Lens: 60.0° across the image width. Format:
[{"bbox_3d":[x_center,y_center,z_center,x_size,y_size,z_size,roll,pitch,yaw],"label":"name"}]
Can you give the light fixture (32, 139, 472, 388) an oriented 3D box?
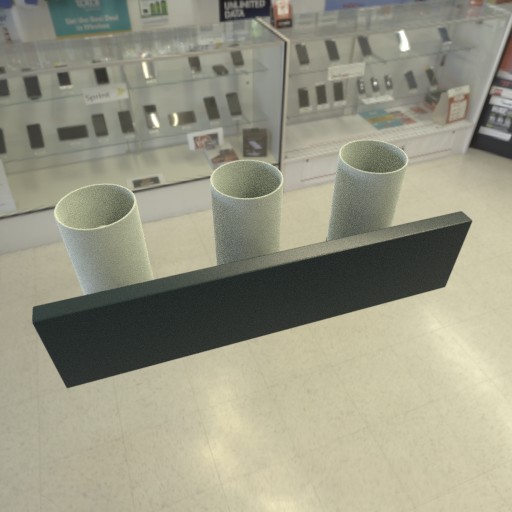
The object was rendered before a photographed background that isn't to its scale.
[{"bbox_3d":[0.000,0.000,0.514,0.451,0.172,0.145,-13,44,-14],"label":"light fixture"}]
